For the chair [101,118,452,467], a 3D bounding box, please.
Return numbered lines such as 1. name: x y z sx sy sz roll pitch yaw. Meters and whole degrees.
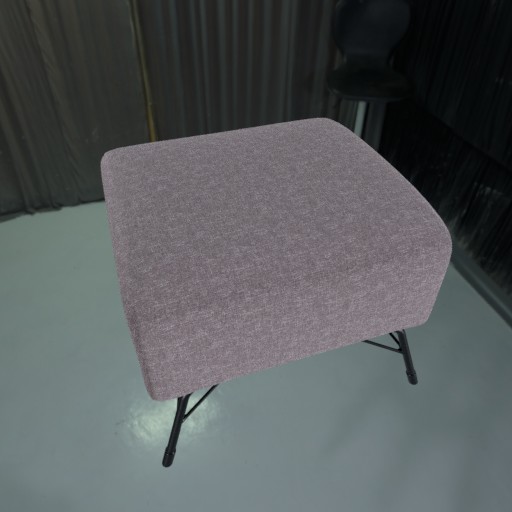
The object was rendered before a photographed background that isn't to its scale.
1. chair: 0.000 0.000 0.901 0.530 0.410 0.530 -13 43 -14
